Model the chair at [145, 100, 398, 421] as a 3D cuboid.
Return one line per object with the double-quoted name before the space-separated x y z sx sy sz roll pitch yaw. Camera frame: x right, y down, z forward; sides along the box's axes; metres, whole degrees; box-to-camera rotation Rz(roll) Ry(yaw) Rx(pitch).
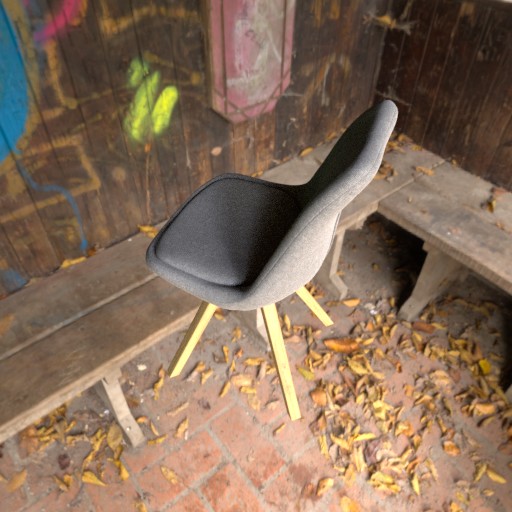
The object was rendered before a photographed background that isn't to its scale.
"chair" 0.000 0.000 1.214 0.550 0.865 0.483 16 47 16
